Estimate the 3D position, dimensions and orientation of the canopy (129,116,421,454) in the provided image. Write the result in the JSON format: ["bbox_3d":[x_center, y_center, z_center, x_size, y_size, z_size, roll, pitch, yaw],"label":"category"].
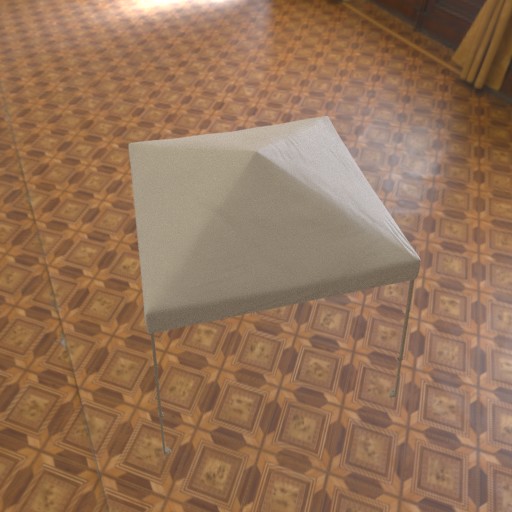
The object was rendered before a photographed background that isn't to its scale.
[{"bbox_3d":[0.000,0.000,6.376,3.599,3.600,3.600,-11,50,-9],"label":"canopy"}]
